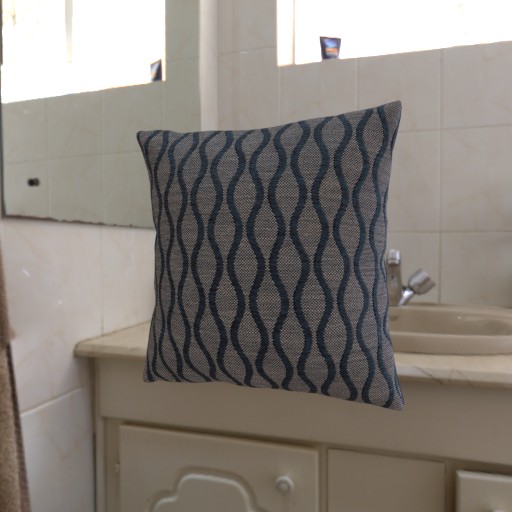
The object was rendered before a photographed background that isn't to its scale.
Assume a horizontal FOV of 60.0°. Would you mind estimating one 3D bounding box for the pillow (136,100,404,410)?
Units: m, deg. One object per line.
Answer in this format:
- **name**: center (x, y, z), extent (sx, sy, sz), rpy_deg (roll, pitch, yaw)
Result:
- **pillow**: center (0.000, 0.000, 0.684), extent (0.435, 0.435, 0.159), rpy_deg (0, 1, 19)
